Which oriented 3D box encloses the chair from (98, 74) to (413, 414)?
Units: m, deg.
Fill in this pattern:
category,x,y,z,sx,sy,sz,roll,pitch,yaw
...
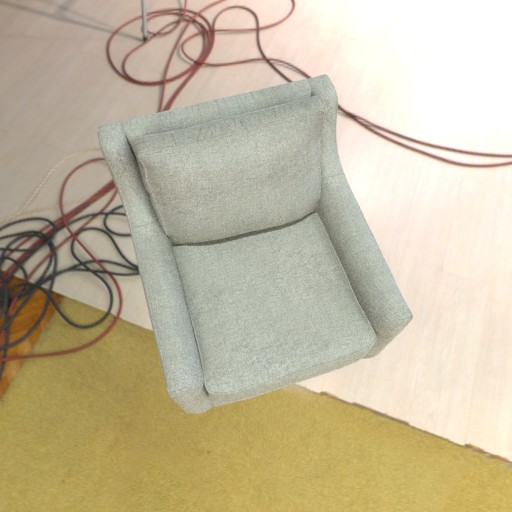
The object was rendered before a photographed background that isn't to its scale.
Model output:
category,x,y,z,sx,sy,sz,roll,pitch,yaw
chair,0.000,0.000,1.627,0.838,0.864,0.918,-16,64,-8
